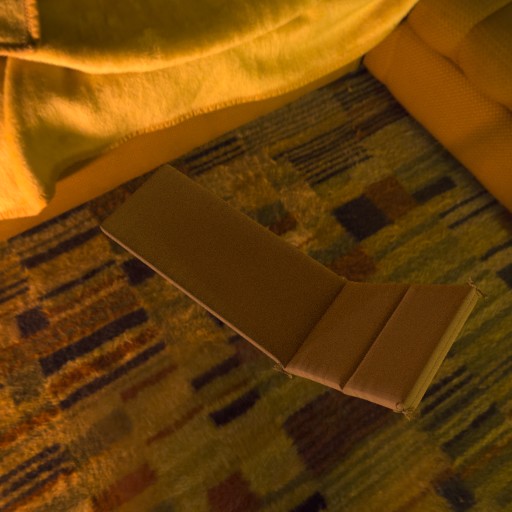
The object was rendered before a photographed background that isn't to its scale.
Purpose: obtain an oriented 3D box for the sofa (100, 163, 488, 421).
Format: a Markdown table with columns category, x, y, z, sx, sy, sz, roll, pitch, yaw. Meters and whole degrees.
| category | x | y | z | sx | sy | sz | roll | pitch | yaw |
| --- | --- | --- | --- | --- | --- | --- | --- | --- | --- |
| sofa | 0.000 | 0.000 | 1.940 | 1.663 | 0.622 | 0.582 | 34 | 68 | 16 |
